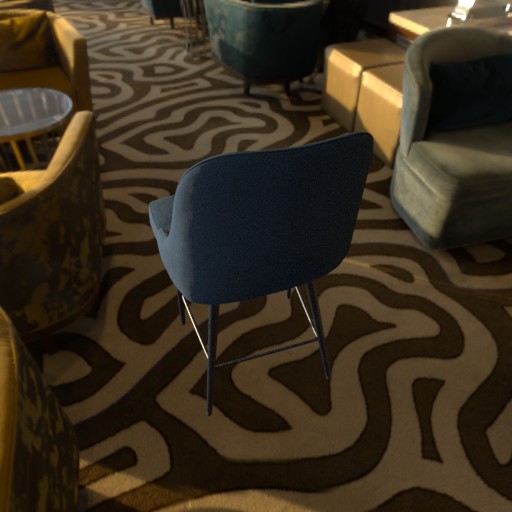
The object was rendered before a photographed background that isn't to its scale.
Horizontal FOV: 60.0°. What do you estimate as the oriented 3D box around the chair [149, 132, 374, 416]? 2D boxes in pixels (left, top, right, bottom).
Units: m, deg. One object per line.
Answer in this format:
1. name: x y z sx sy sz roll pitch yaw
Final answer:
1. chair: 0.000 0.000 1.251 0.526 0.927 0.489 -13 44 -13
